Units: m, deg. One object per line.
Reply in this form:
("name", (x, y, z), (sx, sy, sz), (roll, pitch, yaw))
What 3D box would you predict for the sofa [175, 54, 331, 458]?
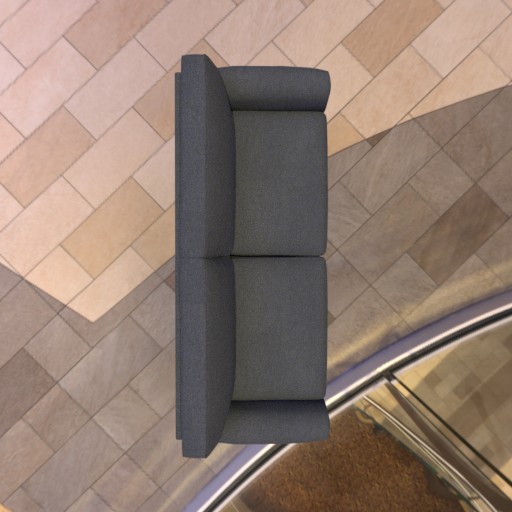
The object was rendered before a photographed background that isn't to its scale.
("sofa", (0.000, 0.000, 2.903), (0.954, 1.026, 2.391), (0, 91, -1))
